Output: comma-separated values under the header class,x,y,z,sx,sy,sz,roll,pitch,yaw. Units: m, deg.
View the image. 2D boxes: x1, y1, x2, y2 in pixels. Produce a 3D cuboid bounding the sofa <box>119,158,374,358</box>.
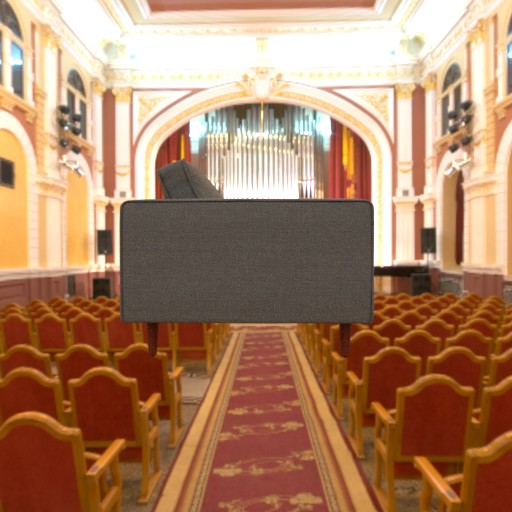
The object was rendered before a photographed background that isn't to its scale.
class,x,y,z,sx,sy,sz,roll,pitch,yaw
sofa,0.000,0.000,2.623,0.914,0.762,2.198,0,0,1
